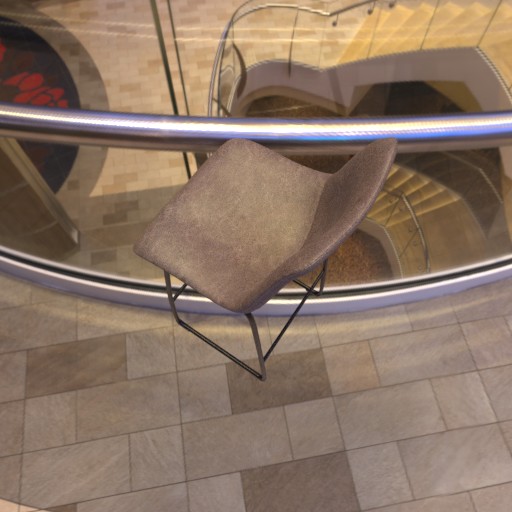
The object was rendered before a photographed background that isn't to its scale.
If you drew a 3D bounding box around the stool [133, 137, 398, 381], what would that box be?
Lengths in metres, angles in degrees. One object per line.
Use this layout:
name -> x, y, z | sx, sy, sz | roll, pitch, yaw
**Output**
stool -> 0.000, 0.000, 1.438 | 0.561, 1.082, 0.514 | 31, 67, 15
